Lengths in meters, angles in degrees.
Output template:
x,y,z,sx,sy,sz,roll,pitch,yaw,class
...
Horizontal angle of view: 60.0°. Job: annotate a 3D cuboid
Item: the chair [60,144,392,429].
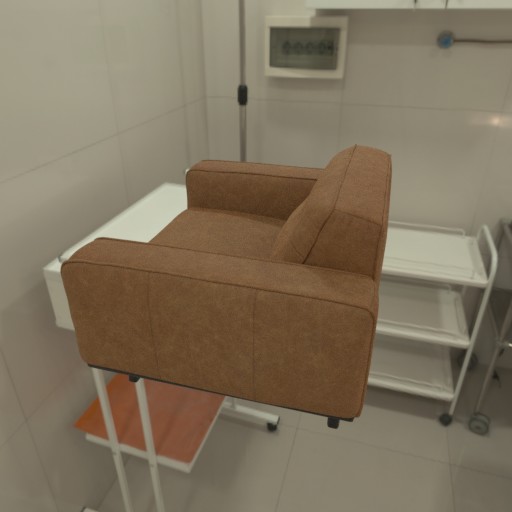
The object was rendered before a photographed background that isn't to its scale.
x,y,z,sx,sy,sz,roll,pitch,yaw,class
0.000,0.000,1.750,0.952,0.782,1.118,8,30,14,chair
